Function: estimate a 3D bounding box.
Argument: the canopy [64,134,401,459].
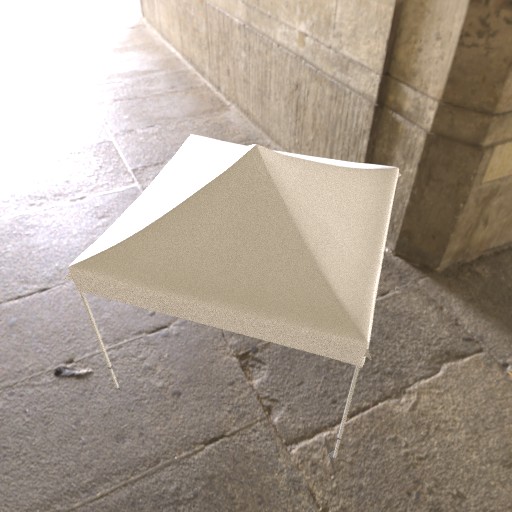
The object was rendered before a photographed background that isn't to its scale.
[{"bbox_3d":[0.000,0.000,5.438,2.996,2.998,2.994,12,44,13],"label":"canopy"}]
